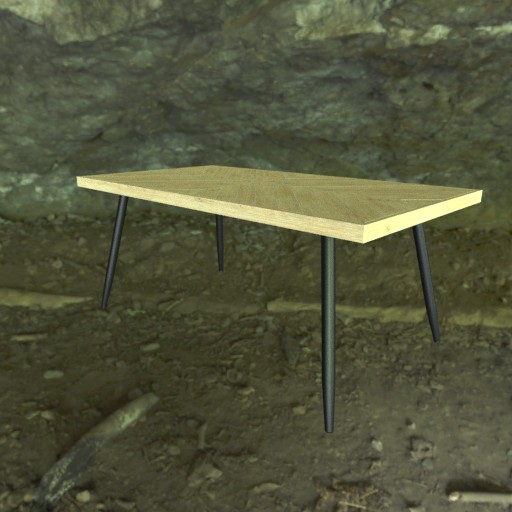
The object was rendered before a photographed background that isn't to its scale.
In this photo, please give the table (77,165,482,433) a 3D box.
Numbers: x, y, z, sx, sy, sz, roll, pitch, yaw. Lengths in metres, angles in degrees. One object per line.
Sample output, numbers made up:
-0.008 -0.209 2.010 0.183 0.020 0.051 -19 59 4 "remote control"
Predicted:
0.000 0.000 2.309 1.803 0.762 0.991 15 22 42 "table"
